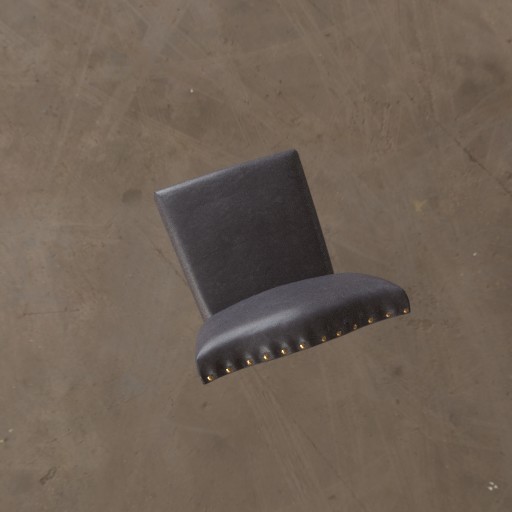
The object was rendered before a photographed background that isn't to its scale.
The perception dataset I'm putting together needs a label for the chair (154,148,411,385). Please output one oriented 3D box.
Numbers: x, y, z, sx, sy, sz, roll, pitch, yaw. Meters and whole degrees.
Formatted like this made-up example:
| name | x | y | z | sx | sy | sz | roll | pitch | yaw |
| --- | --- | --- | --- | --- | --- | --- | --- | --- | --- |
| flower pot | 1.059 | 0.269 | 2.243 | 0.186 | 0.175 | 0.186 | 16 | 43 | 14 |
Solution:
| name | x | y | z | sx | sy | sz | roll | pitch | yaw |
| --- | --- | --- | --- | --- | --- | --- | --- | --- | --- |
| chair | 0.000 | 0.000 | 1.351 | 0.500 | 0.991 | 0.633 | -18 | 76 | -5 |
